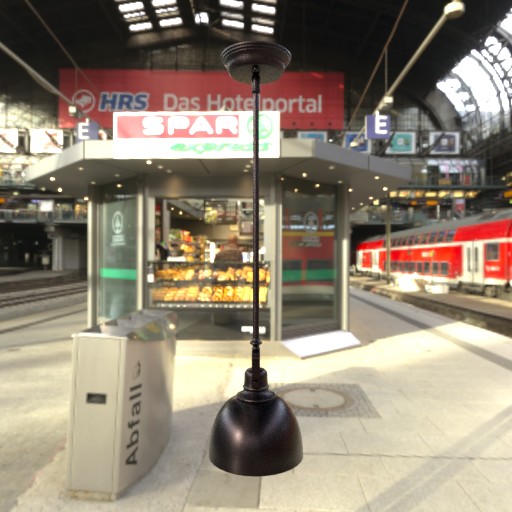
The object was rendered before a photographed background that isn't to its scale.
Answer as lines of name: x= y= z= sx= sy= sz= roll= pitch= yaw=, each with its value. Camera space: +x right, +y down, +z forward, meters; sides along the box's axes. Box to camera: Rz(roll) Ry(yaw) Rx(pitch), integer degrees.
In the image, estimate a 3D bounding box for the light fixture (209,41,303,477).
light fixture: x=0.000 y=0.000 z=0.858 sx=0.182 sy=0.768 sz=0.182 roll=0 pitch=0 yaw=1
